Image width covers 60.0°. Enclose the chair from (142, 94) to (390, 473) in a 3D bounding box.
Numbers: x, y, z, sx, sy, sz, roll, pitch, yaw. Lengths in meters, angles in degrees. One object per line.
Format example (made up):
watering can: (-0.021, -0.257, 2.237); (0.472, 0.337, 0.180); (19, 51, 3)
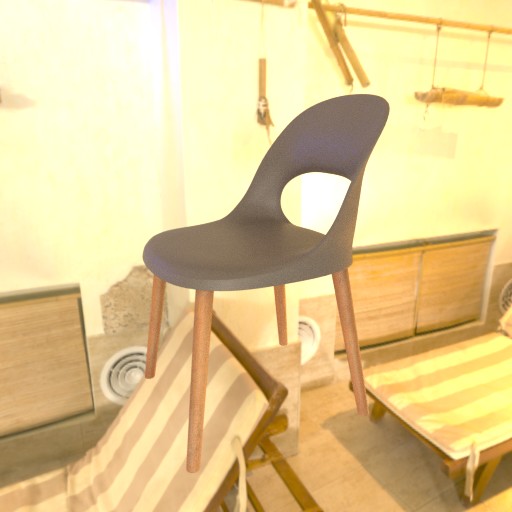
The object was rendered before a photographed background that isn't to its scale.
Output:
chair: (0.000, 0.000, 1.135); (0.556, 0.795, 0.470); (-8, 18, -25)
